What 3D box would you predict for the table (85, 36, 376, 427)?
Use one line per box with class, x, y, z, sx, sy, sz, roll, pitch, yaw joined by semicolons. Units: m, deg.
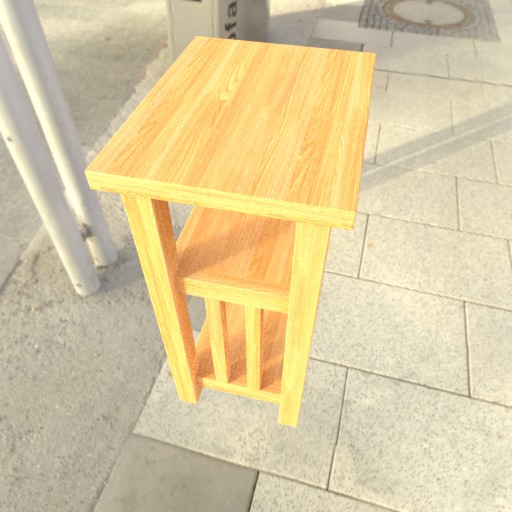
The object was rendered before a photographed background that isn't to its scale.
table;0.000;0.000;0.738;0.270;0.550;0.350;10;48;9
